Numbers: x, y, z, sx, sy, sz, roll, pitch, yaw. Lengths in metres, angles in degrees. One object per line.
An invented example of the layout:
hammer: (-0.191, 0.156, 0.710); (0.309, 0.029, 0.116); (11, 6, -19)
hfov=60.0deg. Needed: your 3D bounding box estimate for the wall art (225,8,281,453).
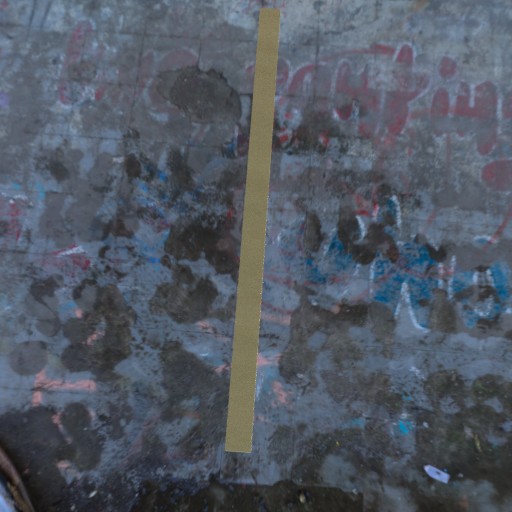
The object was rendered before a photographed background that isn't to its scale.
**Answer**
wall art: (0.000, 0.000, 2.800); (0.097, 1.936, 1.935); (4, 77, 1)
